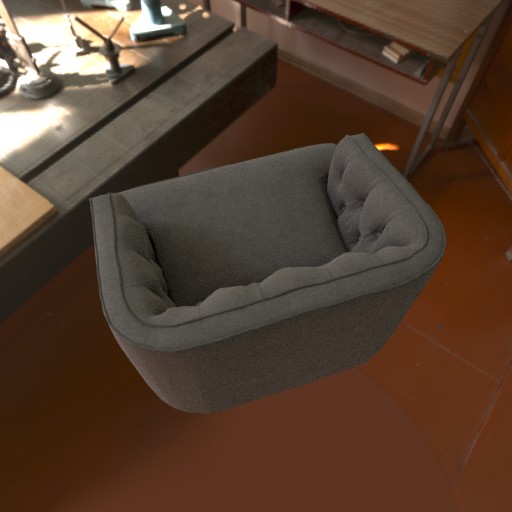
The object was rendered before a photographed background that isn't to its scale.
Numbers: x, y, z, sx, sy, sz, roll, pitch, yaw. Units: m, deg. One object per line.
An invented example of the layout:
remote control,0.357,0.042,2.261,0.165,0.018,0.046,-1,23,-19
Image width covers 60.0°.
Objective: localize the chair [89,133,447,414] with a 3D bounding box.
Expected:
chair,0.000,0.000,1.755,1.104,0.852,0.941,-15,59,-9
